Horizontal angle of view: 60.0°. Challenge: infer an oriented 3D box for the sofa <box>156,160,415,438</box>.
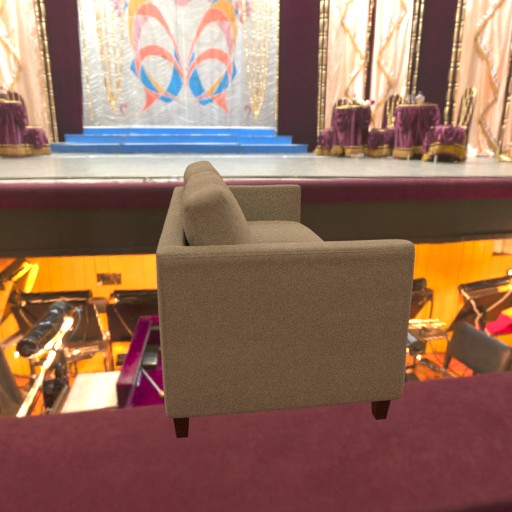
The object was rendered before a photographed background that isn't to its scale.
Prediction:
[{"bbox_3d":[0.000,0.000,2.465,0.950,0.963,1.884,-2,16,-8],"label":"sofa"}]
